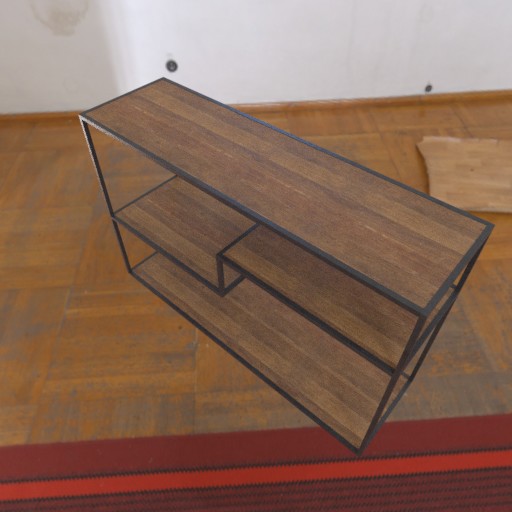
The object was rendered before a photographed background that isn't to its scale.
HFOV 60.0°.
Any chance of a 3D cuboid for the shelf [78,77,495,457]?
[{"bbox_3d":[0.000,0.000,1.510,1.201,0.765,0.361,32,54,27],"label":"shelf"}]
